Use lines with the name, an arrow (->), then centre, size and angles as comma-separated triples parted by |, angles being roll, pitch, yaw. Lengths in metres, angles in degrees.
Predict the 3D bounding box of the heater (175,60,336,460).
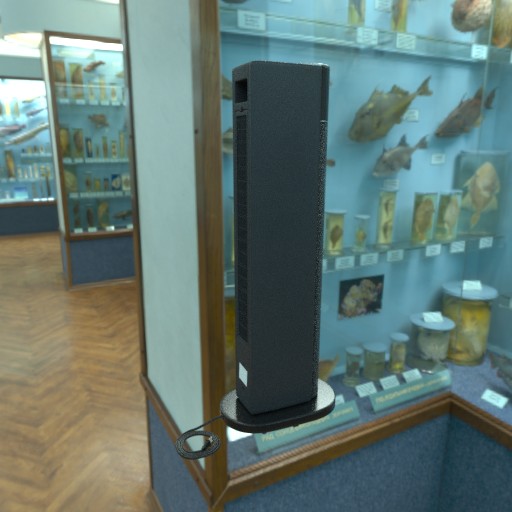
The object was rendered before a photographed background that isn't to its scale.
heater -> 0.000, 0.000, 1.053 | 0.458, 0.856, 0.214 | -7, 16, -25
